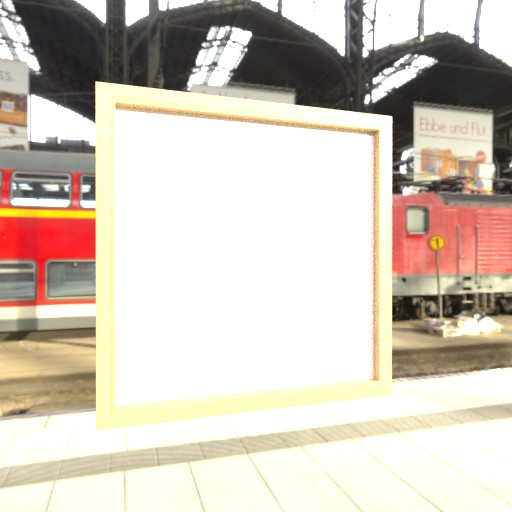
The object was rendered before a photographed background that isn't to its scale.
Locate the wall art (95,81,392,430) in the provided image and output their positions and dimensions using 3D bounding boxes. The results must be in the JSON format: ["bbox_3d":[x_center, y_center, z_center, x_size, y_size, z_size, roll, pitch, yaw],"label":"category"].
[{"bbox_3d":[0.000,0.000,0.447,0.303,0.303,0.028,0,0,-19],"label":"wall art"}]
